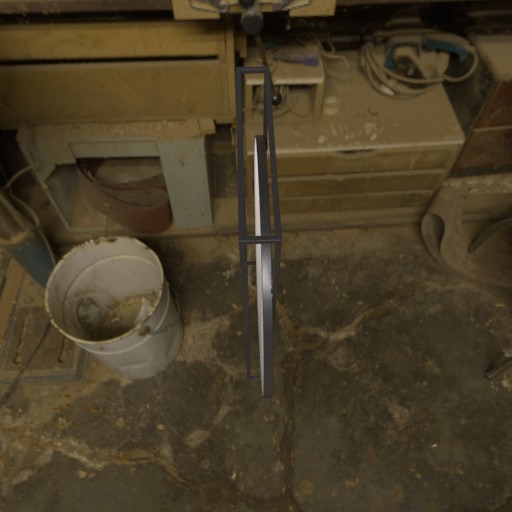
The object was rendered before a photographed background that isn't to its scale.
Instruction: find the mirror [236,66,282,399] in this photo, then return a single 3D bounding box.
[{"bbox_3d":[0.000,0.000,0.855,0.051,0.603,0.508,-2,59,-1],"label":"mirror"}]
